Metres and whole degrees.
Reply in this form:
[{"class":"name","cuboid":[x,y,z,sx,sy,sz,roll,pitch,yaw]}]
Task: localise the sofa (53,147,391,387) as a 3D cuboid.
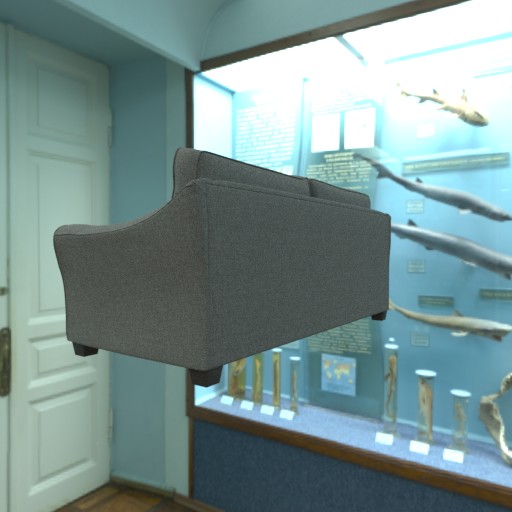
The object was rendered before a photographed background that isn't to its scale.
[{"class":"sofa","cuboid":[0.000,0.000,2.789,1.013,0.976,2.203,1,1,35]}]
